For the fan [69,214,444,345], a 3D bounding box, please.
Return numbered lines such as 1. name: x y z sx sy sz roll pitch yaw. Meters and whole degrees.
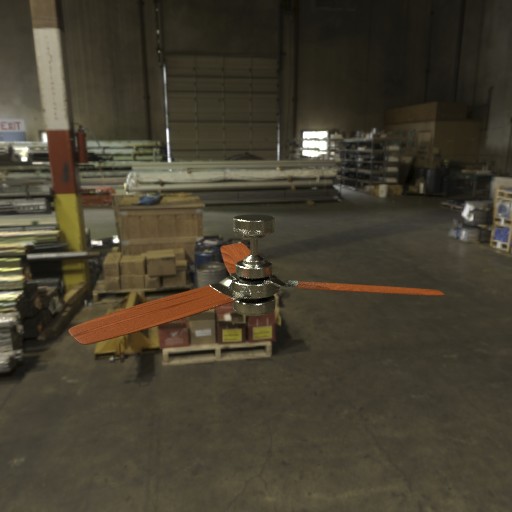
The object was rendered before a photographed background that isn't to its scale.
1. fan: 0.000 0.000 2.050 1.416 0.410 1.271 -2 14 -10
